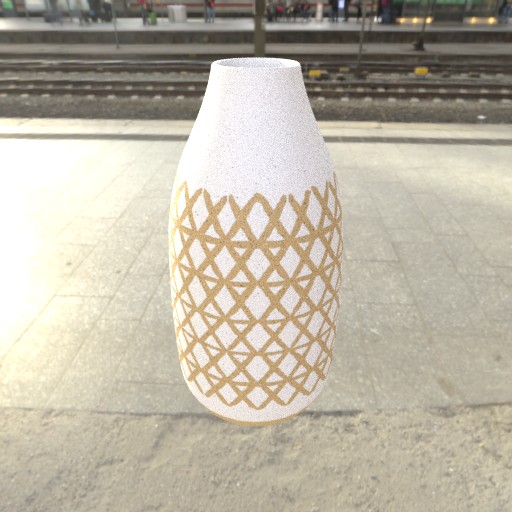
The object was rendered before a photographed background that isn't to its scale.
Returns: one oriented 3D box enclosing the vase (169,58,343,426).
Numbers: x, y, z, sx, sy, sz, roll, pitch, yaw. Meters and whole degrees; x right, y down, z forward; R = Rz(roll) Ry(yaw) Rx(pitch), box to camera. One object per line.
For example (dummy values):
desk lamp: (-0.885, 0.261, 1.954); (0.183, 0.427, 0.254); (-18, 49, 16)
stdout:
vase: (0.000, 0.000, 0.472); (0.186, 0.380, 0.186); (0, 30, 0)
